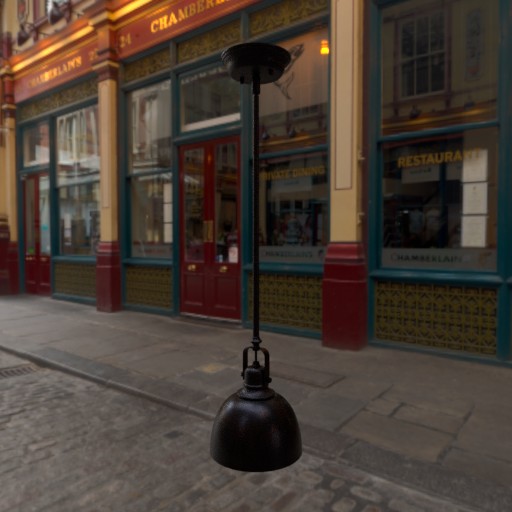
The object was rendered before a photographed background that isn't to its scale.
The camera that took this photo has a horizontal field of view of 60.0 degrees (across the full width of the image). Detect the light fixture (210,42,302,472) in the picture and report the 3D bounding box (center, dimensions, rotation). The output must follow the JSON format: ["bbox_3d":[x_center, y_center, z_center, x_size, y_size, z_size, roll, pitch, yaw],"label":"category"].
[{"bbox_3d":[0.000,0.000,0.869,0.182,0.768,0.182,1,1,37],"label":"light fixture"}]
